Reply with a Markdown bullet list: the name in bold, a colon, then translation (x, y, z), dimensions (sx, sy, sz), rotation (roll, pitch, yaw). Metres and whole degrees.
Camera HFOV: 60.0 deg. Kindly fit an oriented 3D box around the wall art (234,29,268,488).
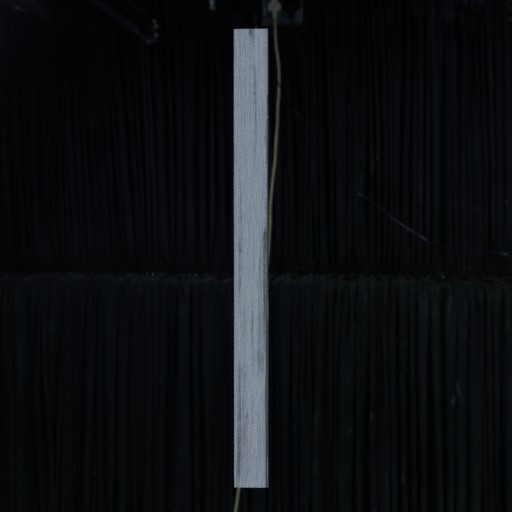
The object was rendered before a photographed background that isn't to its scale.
- **wall art**: translation (0.000, 0.000, 0.741), dimensions (0.038, 0.506, 0.506), rotation (0, 1, 1)
